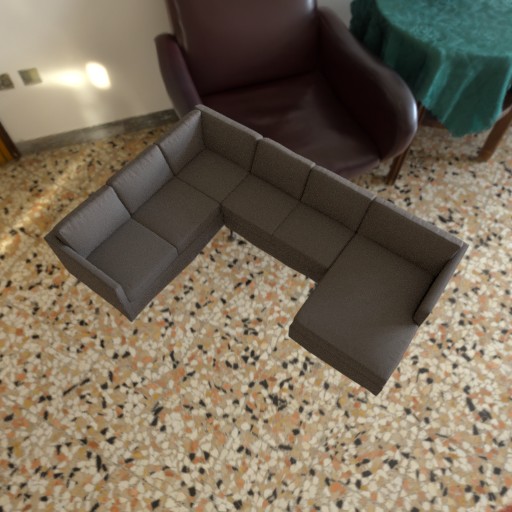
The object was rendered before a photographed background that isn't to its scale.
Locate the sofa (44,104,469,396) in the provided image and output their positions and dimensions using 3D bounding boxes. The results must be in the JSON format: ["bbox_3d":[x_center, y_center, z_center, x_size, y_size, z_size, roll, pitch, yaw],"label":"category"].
[{"bbox_3d":[0.000,0.000,4.552,3.460,0.882,2.427,32,64,18],"label":"sofa"}]
